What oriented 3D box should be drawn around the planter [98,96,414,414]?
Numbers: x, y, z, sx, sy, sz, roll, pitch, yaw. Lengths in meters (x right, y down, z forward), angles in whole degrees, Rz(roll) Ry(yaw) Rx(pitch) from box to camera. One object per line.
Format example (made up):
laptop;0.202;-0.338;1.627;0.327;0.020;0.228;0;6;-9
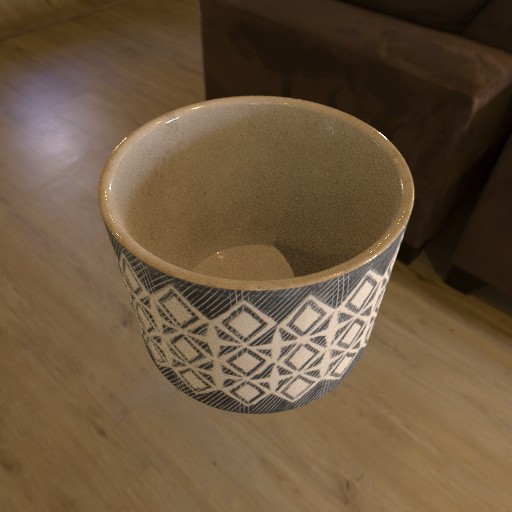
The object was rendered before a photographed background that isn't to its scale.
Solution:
planter;0.000;0.000;0.220;0.126;0.104;0.126;0;47;0
